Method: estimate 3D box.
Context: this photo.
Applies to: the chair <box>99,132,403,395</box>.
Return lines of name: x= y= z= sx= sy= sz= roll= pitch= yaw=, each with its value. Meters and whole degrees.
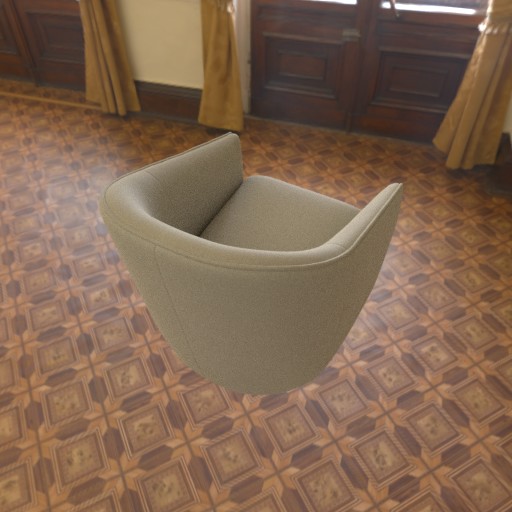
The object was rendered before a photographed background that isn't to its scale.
chair: x=0.000 y=0.000 z=1.506 sx=0.747 sy=0.799 sz=0.875 roll=22 pitch=48 yaw=21
